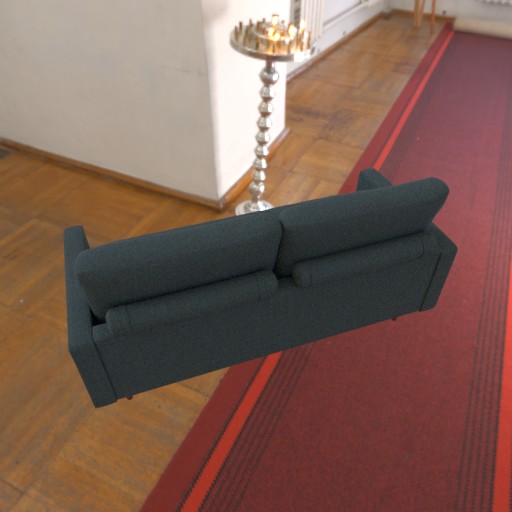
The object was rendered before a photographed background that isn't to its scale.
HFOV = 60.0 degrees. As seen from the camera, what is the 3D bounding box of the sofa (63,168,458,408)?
[{"bbox_3d":[0.000,0.000,2.531,2.010,1.050,0.966,-13,44,-14],"label":"sofa"}]
